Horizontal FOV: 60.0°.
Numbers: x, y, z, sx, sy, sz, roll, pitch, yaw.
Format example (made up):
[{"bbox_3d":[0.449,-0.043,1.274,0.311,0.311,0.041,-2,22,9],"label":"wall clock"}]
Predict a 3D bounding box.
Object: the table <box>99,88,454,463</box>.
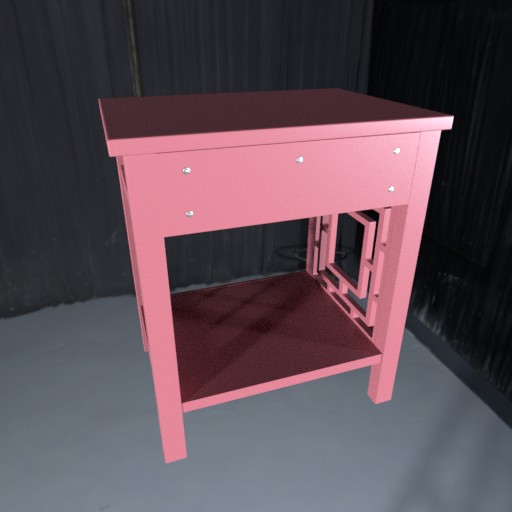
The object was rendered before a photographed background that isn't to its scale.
[{"bbox_3d":[0.000,0.000,1.057,0.599,0.686,0.451,-9,29,-17],"label":"table"}]
